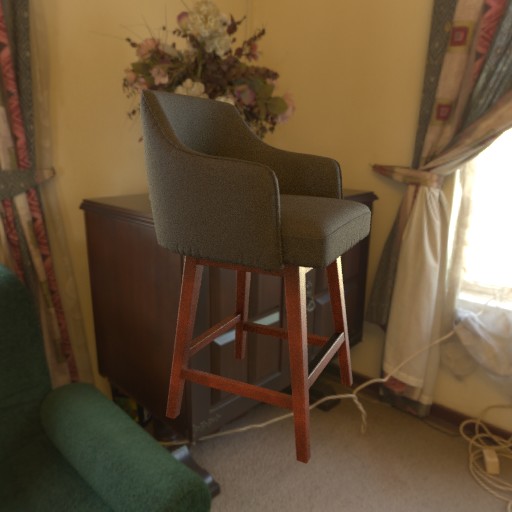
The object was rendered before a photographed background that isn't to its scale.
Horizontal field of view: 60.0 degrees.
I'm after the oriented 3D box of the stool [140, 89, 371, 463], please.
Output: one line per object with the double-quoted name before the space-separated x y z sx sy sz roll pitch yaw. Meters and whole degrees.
"stool" 0.000 0.000 1.284 0.558 0.912 0.548 7 16 26
